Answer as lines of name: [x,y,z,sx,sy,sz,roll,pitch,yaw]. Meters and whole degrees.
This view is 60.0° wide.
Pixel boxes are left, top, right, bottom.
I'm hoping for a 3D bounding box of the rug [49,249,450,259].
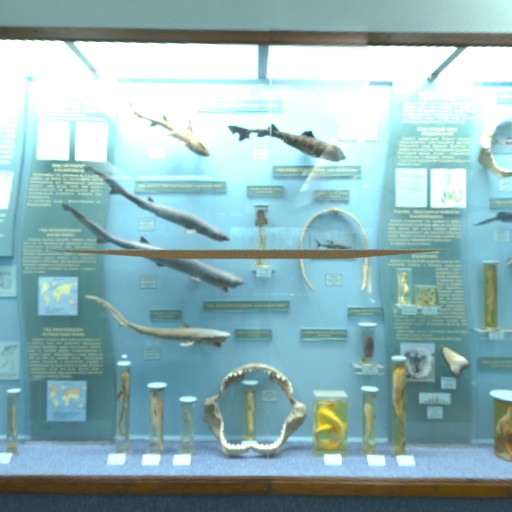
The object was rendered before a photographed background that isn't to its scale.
rug: [0.000,0.000,3.631,1.982,0.006,2.895,0,-1,2]
